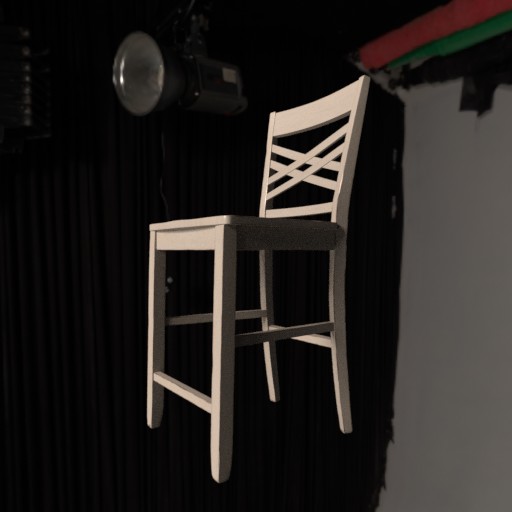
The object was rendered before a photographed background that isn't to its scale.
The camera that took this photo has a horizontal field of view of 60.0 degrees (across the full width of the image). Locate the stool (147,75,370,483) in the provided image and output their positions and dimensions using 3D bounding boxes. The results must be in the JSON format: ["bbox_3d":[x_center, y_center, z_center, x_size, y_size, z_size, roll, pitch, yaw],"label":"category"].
[{"bbox_3d":[0.000,0.000,1.369,0.539,1.079,0.462,0,1,-36],"label":"stool"}]
